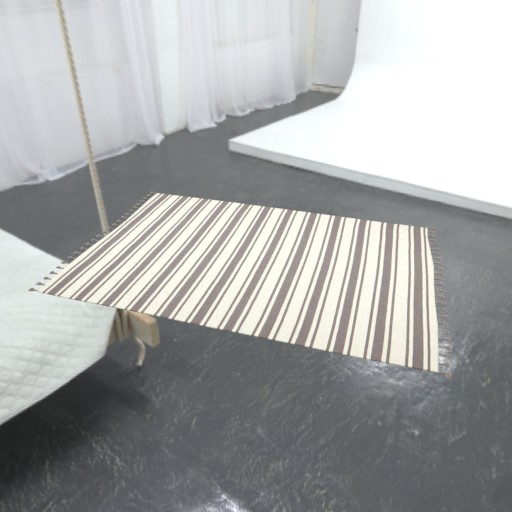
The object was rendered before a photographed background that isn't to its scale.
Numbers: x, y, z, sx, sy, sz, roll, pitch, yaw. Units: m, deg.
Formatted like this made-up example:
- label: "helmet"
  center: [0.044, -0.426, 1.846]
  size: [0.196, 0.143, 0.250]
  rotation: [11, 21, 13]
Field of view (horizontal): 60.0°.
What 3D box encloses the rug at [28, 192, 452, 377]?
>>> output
- label: "rug"
  center: [0.000, 0.000, 3.015]
  size: [2.425, 0.014, 1.563]
  rotation: [9, 33, 14]
